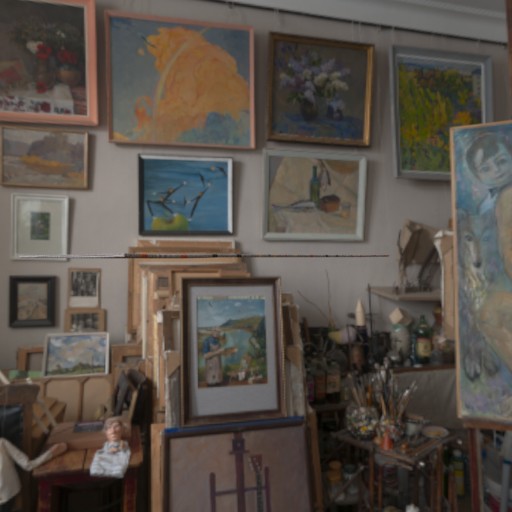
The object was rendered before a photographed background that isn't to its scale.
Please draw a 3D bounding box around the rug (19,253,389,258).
[{"bbox_3d":[0.000,0.000,2.659,0.744,0.022,2.419,0,0,37],"label":"rug"}]
